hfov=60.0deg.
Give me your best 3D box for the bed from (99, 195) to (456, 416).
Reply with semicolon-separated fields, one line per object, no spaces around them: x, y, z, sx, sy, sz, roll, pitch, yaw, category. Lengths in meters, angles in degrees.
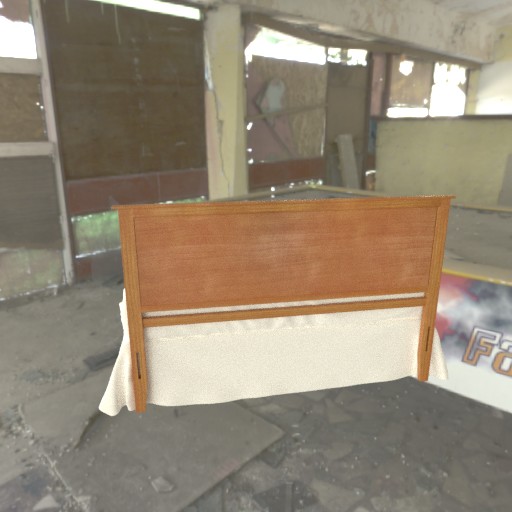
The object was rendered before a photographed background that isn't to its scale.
0.000;0.000;3.687;2.317;1.270;2.215;-3;17;-10;bed
